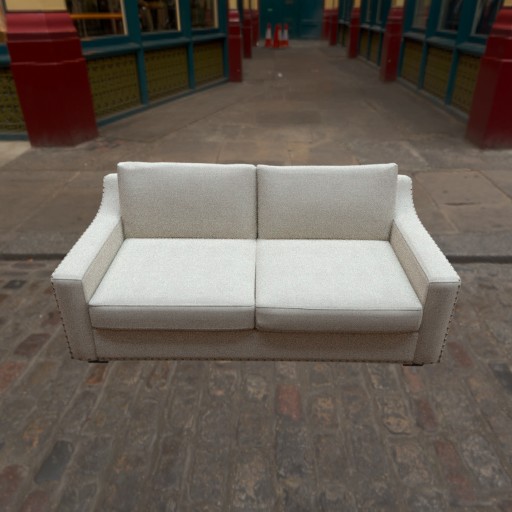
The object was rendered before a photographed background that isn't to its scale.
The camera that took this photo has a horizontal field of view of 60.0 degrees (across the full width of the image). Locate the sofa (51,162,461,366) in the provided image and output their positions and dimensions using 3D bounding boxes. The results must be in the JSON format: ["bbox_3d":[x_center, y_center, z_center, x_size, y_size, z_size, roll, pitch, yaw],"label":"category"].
[{"bbox_3d":[0.000,0.000,2.764,2.107,0.983,1.104,0,30,1],"label":"sofa"}]
